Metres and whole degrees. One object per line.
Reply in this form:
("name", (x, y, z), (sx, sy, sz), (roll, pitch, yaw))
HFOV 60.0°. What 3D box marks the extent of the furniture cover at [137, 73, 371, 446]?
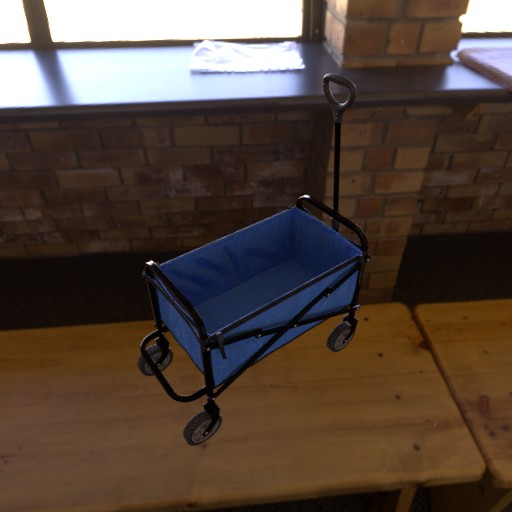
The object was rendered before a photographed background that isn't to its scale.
("furniture cover", (0.000, 0.000, 1.814), (1.038, 1.295, 0.532), (-25, 46, -28))
